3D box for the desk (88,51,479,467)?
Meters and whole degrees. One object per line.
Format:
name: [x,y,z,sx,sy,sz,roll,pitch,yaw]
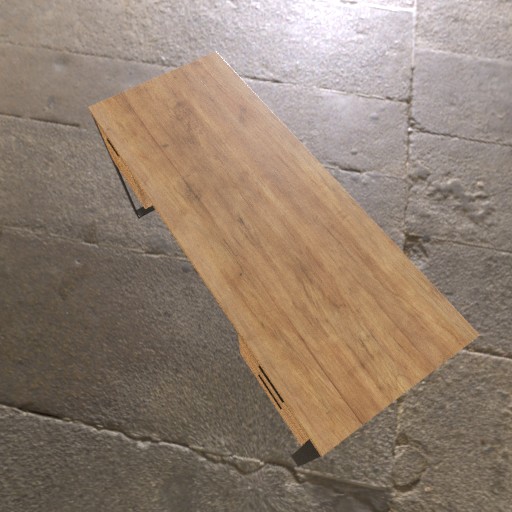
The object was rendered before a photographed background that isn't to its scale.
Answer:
desk: [0.000,0.000,1.881,0.600,0.760,1.520,-31,67,-15]
